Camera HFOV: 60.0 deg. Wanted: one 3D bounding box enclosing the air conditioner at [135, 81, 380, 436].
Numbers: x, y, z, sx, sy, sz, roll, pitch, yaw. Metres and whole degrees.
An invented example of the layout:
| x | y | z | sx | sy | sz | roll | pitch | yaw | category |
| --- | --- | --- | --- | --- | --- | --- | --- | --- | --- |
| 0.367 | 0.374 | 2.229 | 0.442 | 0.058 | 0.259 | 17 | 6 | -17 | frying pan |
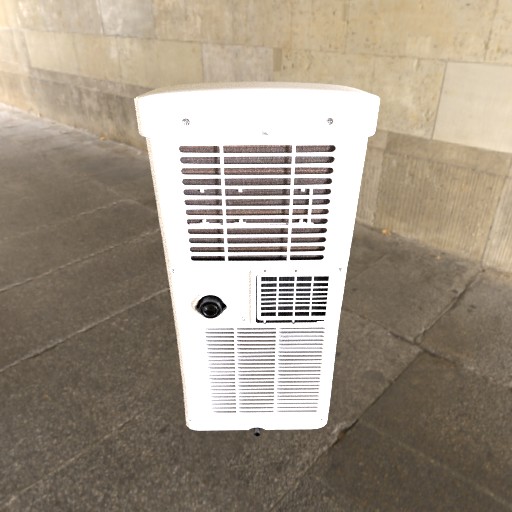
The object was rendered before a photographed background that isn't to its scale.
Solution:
| x | y | z | sx | sy | sz | roll | pitch | yaw | category |
| --- | --- | --- | --- | --- | --- | --- | --- | --- | --- |
| 0.000 | 0.000 | 0.934 | 0.352 | 0.716 | 0.369 | 0 | 29 | -1 | air conditioner |
